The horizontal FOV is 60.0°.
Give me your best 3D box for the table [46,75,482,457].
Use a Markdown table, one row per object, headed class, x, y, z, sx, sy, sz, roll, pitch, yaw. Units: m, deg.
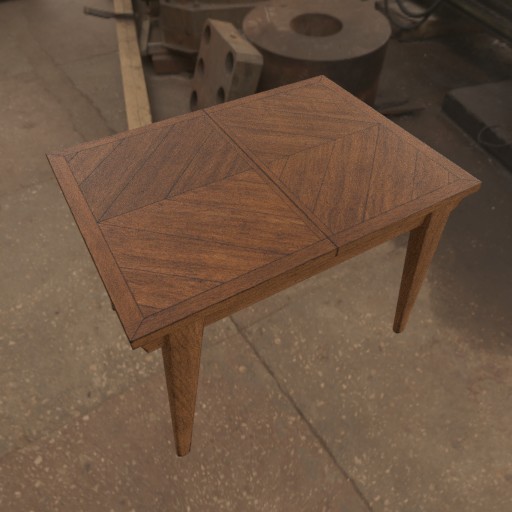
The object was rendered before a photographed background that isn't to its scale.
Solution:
| class | x | y | z | sx | sy | sz | roll | pitch | yaw |
| --- | --- | --- | --- | --- | --- | --- | --- | --- | --- |
| table | 0.000 | 0.000 | 1.566 | 1.027 | 0.760 | 0.757 | -23 | 52 | -20 |
